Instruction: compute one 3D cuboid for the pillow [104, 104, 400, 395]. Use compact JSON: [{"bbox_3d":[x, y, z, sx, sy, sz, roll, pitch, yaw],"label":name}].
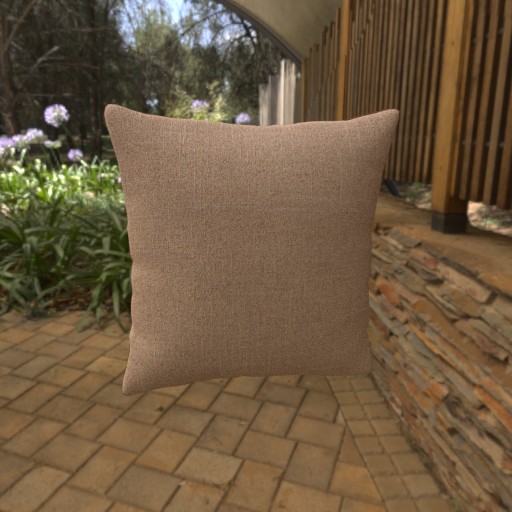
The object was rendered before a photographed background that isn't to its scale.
[{"bbox_3d":[0.000,0.000,0.698,0.437,0.448,0.147,-2,14,-9],"label":"pillow"}]
